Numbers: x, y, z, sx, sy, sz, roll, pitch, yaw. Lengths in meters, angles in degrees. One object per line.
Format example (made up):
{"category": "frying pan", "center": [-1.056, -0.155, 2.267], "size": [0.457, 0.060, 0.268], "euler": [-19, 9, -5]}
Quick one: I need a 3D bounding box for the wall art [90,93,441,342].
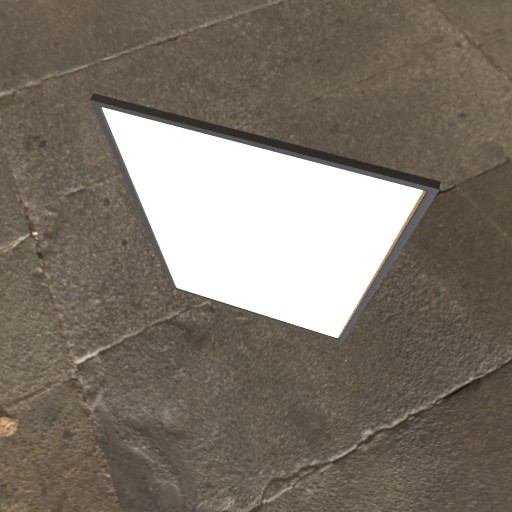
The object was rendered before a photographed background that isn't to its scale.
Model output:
{"category": "wall art", "center": [0.000, 0.000, 0.848], "size": [0.457, 0.657, 0.013], "euler": [16, 65, 8]}
